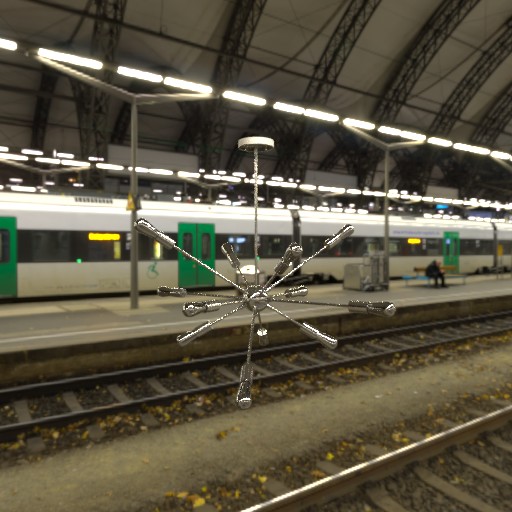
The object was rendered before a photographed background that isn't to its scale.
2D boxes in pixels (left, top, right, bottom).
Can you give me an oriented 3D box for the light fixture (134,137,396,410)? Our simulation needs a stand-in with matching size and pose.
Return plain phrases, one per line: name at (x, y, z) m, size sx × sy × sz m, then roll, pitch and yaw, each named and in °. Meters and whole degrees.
light fixture at (0.000, 0.000, 1.084) m, size 0.684 × 0.558 × 0.509 m, roll 1°, pitch 1°, yaw 35°
